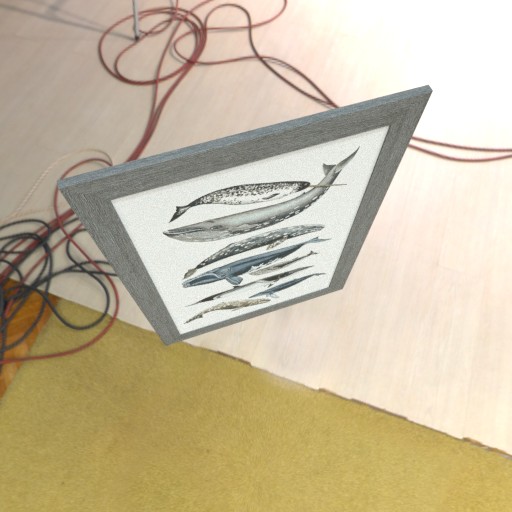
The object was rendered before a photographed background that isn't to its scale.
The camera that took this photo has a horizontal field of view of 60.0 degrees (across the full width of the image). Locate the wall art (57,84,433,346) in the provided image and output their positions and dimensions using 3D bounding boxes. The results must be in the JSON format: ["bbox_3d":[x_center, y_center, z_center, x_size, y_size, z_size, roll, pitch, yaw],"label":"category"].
[{"bbox_3d":[0.000,0.000,1.345,0.768,1.070,0.020,-17,64,-8],"label":"wall art"}]
